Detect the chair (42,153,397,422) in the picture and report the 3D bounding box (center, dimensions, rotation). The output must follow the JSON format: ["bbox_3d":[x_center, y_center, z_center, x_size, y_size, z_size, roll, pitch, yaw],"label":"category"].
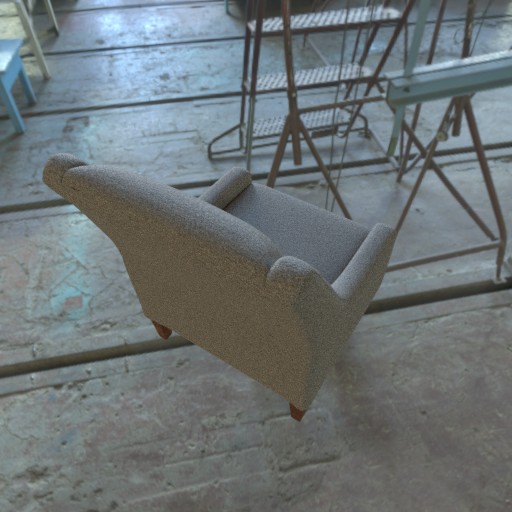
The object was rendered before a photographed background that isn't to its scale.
[{"bbox_3d":[0.000,0.000,1.570,0.774,1.016,0.870,25,52,22],"label":"chair"}]
